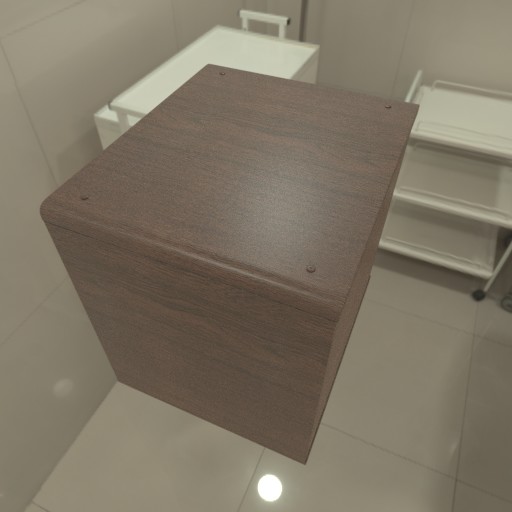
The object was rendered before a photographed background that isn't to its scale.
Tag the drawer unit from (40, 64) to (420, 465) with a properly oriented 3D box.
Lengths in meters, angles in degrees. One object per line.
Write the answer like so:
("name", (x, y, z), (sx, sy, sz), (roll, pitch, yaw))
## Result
("drawer unit", (0.000, 0.000, 0.598), (0.290, 0.344, 0.344), (18, 49, 16))
